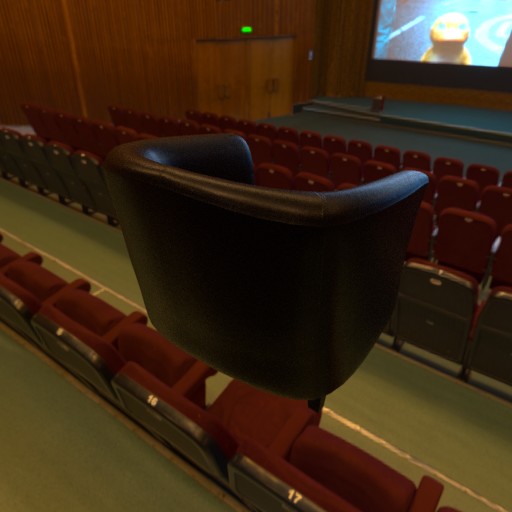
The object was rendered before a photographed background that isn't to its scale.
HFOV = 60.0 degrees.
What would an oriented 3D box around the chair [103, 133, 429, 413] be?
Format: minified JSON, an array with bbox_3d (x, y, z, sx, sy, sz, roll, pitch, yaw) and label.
[{"bbox_3d":[0.000,0.000,1.395,0.793,0.756,0.727,21,36,31],"label":"chair"}]
